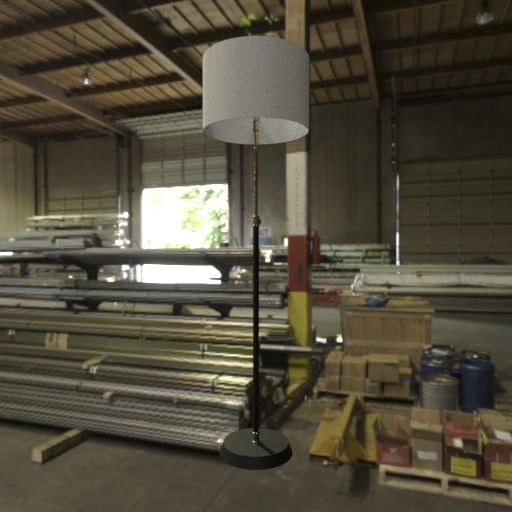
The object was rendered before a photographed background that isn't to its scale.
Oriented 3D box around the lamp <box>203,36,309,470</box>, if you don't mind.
[{"bbox_3d":[0.000,0.000,1.704,0.404,1.517,0.404,0,1,18],"label":"lamp"}]
